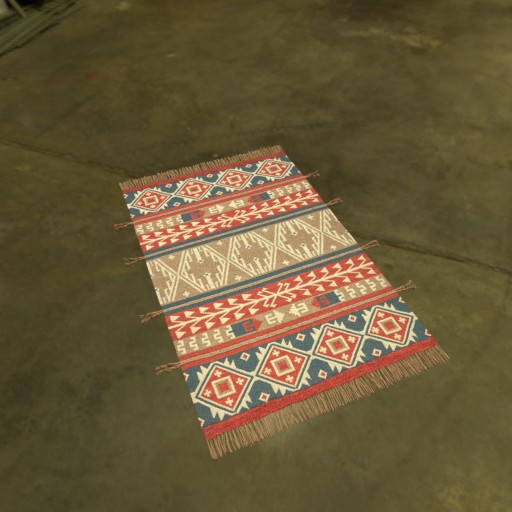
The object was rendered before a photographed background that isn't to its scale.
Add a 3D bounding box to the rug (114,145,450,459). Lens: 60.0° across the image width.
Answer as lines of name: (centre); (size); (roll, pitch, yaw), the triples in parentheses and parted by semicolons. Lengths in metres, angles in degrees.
rug: (0.000, 0.000, 3.177); (1.778, 0.048, 2.450); (-17, 50, -15)
